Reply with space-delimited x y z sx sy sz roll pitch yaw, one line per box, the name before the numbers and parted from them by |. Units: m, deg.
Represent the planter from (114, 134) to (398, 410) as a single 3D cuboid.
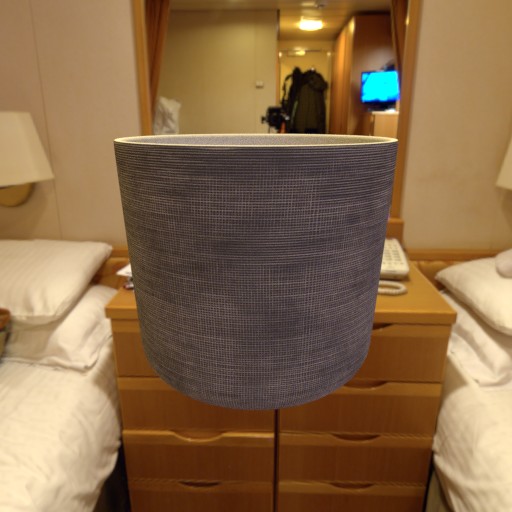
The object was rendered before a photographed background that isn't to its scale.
planter | 0.000 0.000 0.774 0.440 0.398 0.440 0 17 0
